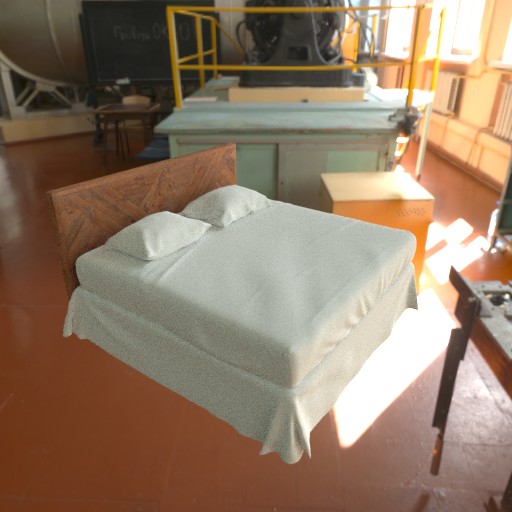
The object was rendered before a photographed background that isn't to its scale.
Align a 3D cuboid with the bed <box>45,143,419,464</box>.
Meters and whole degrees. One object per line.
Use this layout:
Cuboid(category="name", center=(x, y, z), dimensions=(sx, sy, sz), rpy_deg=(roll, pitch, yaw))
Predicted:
Cuboid(category="bed", center=(0.000, 0.000, 3.471), dimensions=(2.165, 1.158, 2.255), rpy_deg=(18, 31, 32))
